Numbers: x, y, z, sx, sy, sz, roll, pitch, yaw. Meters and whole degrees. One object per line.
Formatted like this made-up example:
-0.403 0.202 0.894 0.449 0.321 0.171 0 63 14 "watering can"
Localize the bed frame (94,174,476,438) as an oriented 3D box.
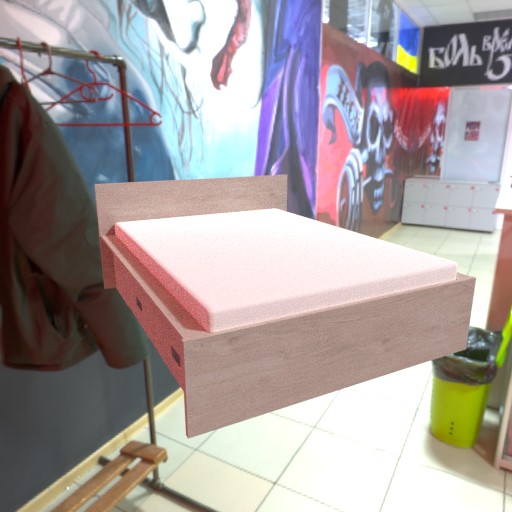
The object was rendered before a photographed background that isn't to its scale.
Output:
0.000 0.000 2.839 1.622 0.800 1.960 -8 18 -26 "bed frame"
